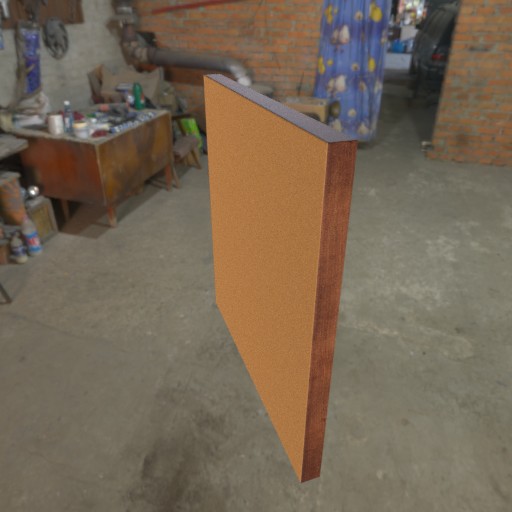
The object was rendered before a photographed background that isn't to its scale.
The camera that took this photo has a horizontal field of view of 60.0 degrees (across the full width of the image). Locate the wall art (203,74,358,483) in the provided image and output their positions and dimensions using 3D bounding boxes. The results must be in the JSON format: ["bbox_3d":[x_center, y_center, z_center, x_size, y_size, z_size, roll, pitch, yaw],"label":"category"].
[{"bbox_3d":[0.000,0.000,0.834,0.037,0.572,0.554,-10,31,-17],"label":"wall art"}]
